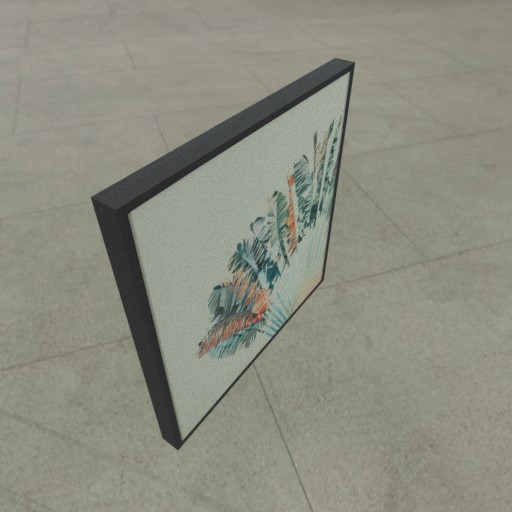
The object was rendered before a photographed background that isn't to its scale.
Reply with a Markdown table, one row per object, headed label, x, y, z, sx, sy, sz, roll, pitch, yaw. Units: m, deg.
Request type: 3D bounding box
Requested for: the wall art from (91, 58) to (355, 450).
| label | x | y | z | sx | sy | sz | roll | pitch | yaw |
| --- | --- | --- | --- | --- | --- | --- | --- | --- | --- |
| wall art | 0.000 | 0.000 | 0.753 | 0.037 | 0.507 | 0.509 | 26 | 48 | 26 |
